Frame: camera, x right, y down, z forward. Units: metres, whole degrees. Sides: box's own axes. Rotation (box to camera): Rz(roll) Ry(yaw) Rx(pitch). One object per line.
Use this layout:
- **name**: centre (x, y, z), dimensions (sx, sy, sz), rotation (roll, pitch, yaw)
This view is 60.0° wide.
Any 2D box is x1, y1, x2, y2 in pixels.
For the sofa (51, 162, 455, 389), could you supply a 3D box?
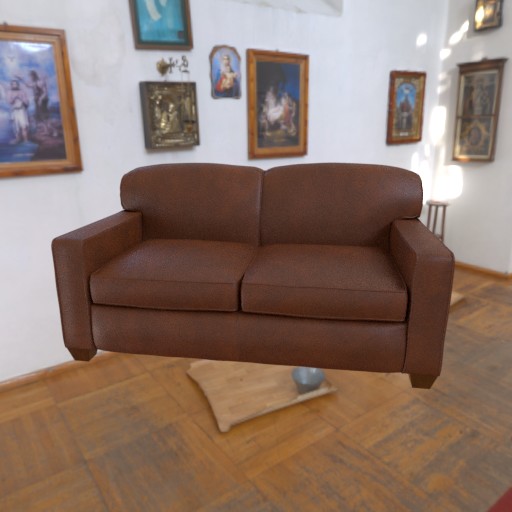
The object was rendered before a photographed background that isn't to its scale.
- **sofa**: centre (0.000, 0.000, 2.446), dimensions (1.856, 0.966, 1.000), rotation (2, 16, 8)
